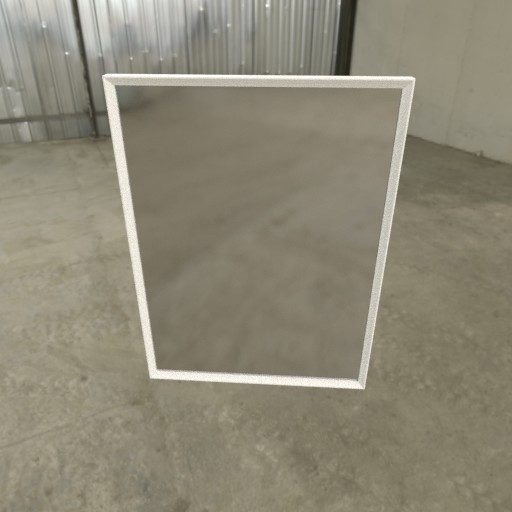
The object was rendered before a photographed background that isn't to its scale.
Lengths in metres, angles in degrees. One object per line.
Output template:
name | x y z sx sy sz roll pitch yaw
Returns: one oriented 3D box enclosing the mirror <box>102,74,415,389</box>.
mirror | 0.000 0.000 1.340 0.762 1.016 0.041 2 29 3
